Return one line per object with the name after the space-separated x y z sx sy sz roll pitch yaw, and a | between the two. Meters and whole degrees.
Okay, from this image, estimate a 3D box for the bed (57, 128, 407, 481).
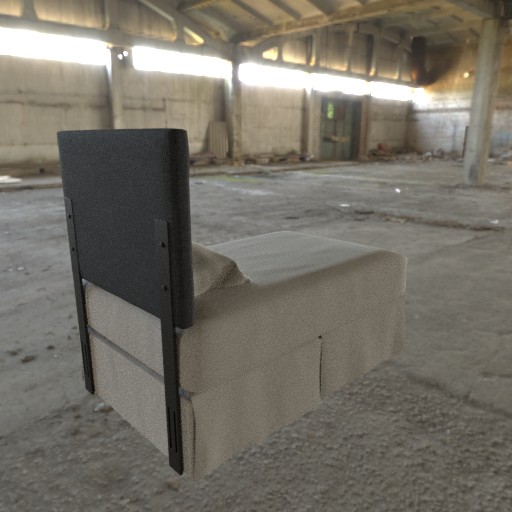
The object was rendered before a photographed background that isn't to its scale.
0.000 0.000 2.895 1.997 1.571 1.261 -14 21 -42 | bed
